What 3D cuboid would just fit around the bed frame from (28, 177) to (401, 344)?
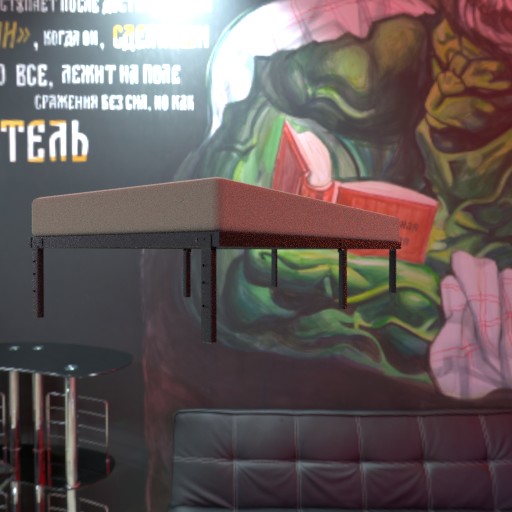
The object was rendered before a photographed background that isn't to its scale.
[{"bbox_3d":[0.000,0.000,3.237,1.393,0.680,2.635,0,1,33],"label":"bed frame"}]
